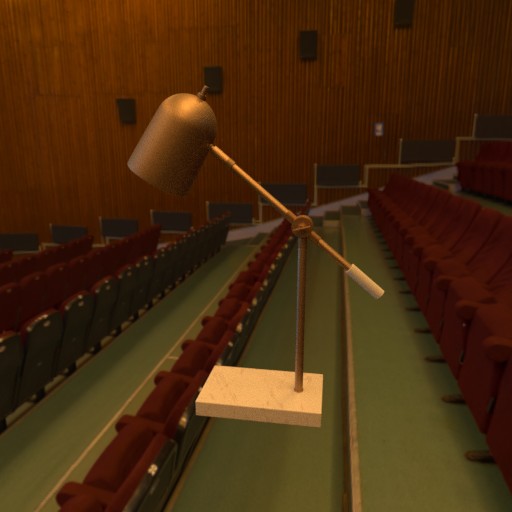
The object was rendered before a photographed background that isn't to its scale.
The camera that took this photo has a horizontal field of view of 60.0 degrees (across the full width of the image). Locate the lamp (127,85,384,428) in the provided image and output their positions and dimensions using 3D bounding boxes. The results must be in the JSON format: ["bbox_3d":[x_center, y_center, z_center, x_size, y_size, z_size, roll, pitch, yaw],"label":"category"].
[{"bbox_3d":[0.000,0.000,0.828,0.471,0.603,0.144,2,14,9],"label":"lamp"}]
